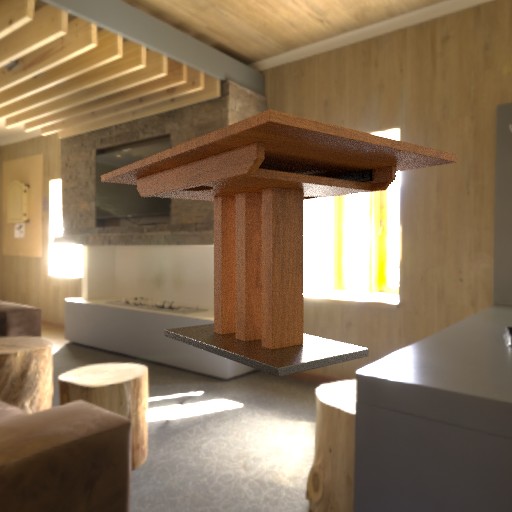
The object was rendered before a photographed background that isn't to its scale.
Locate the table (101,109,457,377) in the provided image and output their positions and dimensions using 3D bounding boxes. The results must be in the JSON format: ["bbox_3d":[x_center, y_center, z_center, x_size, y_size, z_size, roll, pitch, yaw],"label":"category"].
[{"bbox_3d":[0.000,0.000,1.909,0.900,0.770,1.300,-1,2,-37],"label":"table"}]
